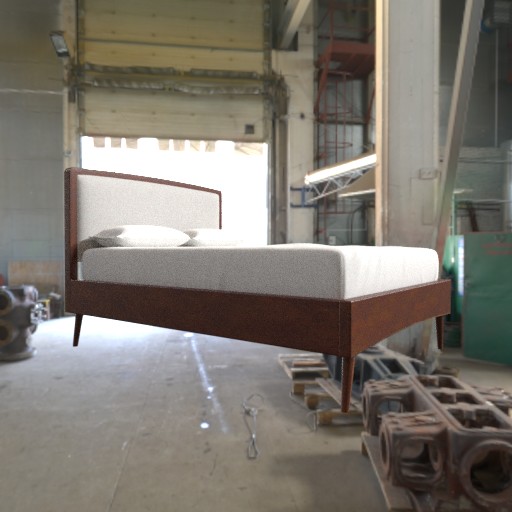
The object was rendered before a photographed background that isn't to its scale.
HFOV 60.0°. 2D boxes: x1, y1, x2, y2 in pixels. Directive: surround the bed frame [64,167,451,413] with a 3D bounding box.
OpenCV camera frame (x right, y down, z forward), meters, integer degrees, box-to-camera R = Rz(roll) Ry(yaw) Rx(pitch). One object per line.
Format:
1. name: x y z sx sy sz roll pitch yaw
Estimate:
1. bed frame: 0.000 0.000 3.083 2.171 1.279 1.587 1 1 37
